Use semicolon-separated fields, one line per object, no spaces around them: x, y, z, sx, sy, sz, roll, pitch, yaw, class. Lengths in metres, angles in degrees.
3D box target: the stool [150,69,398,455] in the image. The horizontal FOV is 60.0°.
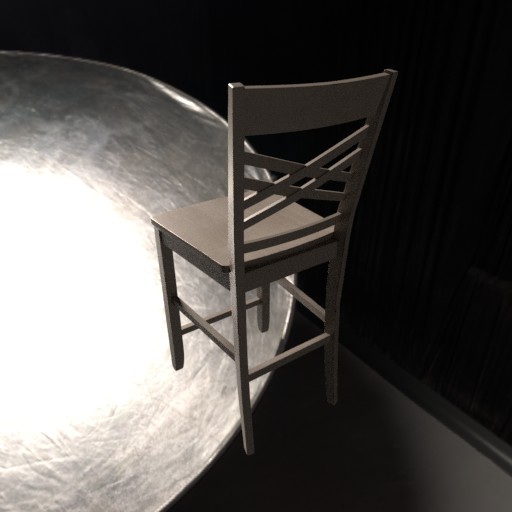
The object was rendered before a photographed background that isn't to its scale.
0.000;0.000;1.365;0.462;1.079;0.539;-18;33;-30;stool
